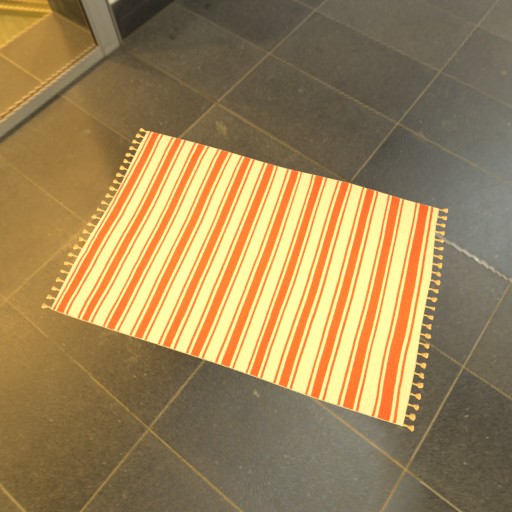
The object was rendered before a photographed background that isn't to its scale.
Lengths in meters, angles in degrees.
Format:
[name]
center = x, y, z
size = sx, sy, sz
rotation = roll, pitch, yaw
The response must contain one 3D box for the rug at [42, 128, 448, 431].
[rug]
center = 0.000, 0.000, 3.012
size = 2.433, 0.022, 1.556
rotation = 16, 66, 8
